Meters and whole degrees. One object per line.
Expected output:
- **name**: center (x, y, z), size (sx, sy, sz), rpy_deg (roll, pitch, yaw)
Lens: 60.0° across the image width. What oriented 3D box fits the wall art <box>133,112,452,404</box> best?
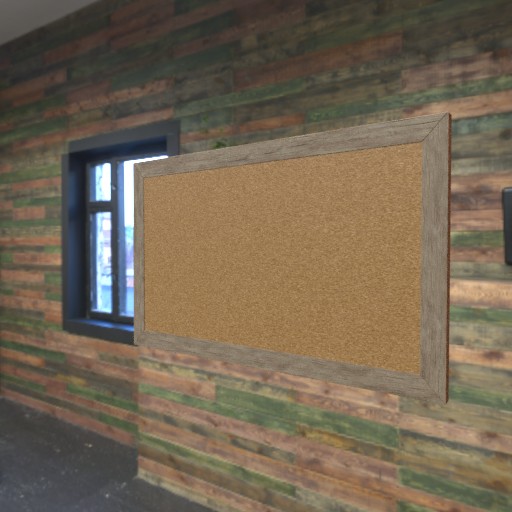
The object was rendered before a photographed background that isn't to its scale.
- **wall art**: center (0.000, 0.000, 0.957), size (0.780, 0.480, 0.021), rpy_deg (1, 2, 35)
